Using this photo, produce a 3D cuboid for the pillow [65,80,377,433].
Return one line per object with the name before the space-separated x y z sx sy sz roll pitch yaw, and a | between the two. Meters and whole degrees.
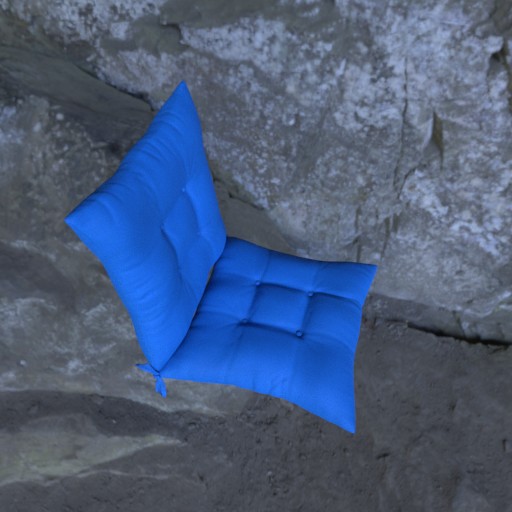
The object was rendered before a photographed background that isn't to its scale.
pillow | 0.000 0.000 1.008 0.585 0.536 0.541 12 47 11
